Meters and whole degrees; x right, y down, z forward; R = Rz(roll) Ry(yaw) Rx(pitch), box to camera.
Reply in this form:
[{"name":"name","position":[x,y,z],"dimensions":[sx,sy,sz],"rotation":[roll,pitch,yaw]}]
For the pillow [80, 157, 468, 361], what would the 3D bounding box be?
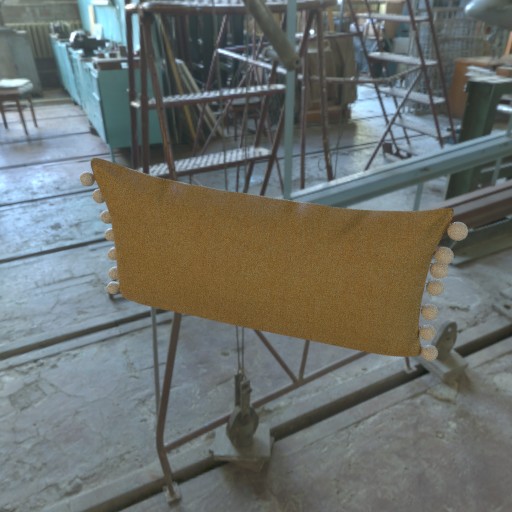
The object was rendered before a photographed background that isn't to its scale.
[{"name":"pillow","position":[0.000,0.000,0.846],"dimensions":[0.709,0.322,0.201],"rotation":[10,32,15]}]
